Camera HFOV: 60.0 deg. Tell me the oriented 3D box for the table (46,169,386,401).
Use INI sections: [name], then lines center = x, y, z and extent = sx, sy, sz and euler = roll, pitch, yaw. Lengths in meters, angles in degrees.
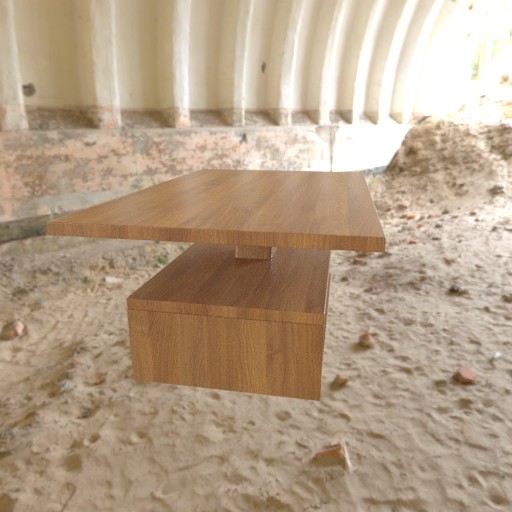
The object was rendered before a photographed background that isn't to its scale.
[table]
center = 0.000, 0.000, 1.462
extent = 0.700, 0.442, 1.100
euler = 3, 17, 10
